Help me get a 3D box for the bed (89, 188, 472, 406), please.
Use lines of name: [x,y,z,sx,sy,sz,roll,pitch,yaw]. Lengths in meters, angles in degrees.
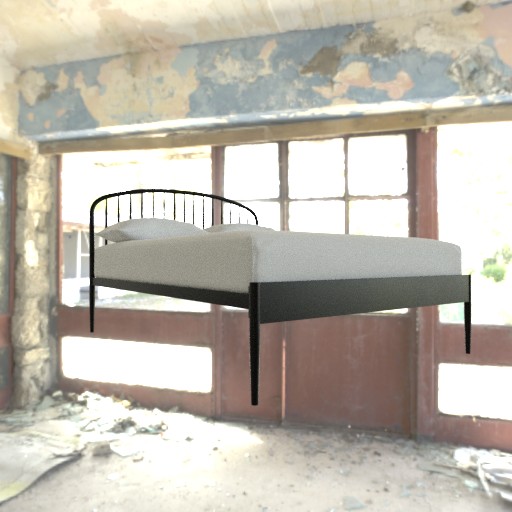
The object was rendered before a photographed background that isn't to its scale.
bed: [0.000,0.000,3.027,1.618,1.166,2.159,0,-1,-36]
